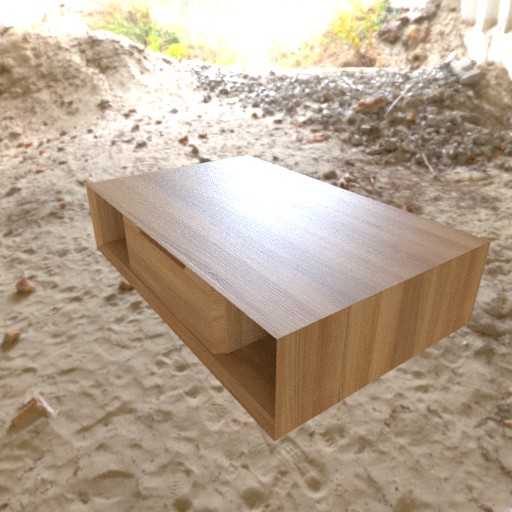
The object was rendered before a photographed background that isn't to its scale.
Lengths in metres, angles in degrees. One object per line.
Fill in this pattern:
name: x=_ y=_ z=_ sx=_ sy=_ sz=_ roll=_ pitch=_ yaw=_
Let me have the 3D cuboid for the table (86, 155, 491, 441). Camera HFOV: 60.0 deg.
table: x=0.000 y=0.000 z=1.431 sx=0.700 sy=0.330 sz=1.100 roll=-18 pitch=32 yaw=-31
